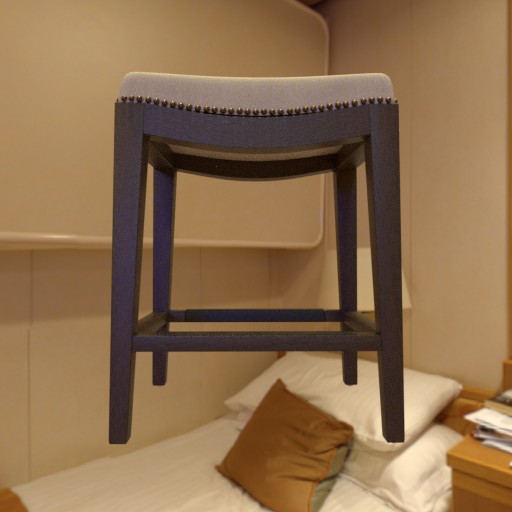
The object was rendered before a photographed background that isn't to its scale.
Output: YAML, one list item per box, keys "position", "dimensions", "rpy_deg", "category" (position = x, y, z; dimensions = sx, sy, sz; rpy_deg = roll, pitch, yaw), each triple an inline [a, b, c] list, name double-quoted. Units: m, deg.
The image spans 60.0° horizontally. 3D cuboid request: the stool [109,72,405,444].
- position: [0.000, 0.000, 0.926]
  dimensions: [0.500, 0.642, 0.361]
  rpy_deg: [0, 0, -1]
  category: "stool"
